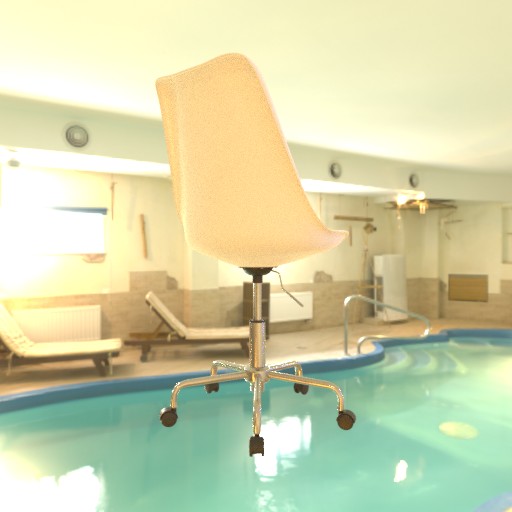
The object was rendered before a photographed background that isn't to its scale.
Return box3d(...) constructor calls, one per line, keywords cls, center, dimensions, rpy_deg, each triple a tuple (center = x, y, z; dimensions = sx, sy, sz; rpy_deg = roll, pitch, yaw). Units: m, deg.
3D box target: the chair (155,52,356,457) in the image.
box3d(cls="chair", center=(0.000, 0.000, 1.283), dimensions=(0.550, 0.930, 0.550), rpy_deg=(1, 1, 38))
